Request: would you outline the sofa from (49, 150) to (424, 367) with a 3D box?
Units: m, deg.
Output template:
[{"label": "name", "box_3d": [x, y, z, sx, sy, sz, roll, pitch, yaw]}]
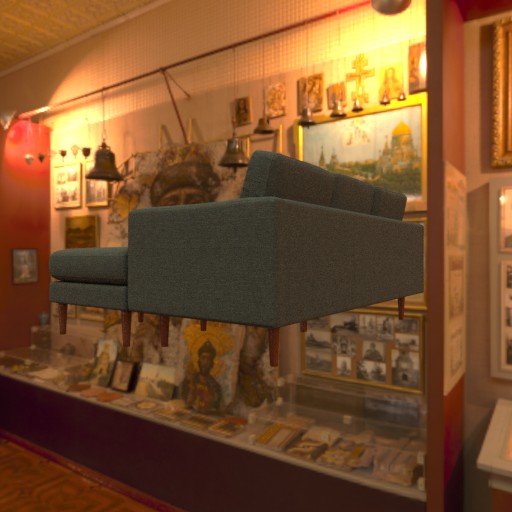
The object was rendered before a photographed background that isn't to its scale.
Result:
[{"label": "sofa", "box_3d": [0.000, 0.000, 3.020, 1.667, 0.957, 2.055, 0, 0, 36]}]
